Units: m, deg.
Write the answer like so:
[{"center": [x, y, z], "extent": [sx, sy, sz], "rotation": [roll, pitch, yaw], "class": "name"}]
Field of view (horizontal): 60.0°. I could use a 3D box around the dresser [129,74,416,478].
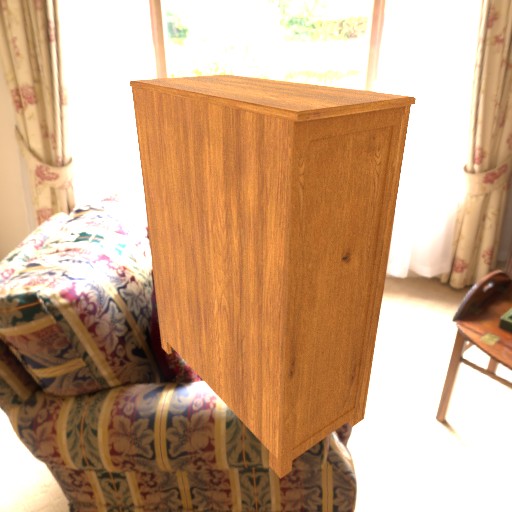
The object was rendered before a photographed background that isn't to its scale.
[{"center": [0.000, 0.000, 1.995], "extent": [0.558, 1.431, 1.081], "rotation": [-19, 32, -33], "class": "dresser"}]
